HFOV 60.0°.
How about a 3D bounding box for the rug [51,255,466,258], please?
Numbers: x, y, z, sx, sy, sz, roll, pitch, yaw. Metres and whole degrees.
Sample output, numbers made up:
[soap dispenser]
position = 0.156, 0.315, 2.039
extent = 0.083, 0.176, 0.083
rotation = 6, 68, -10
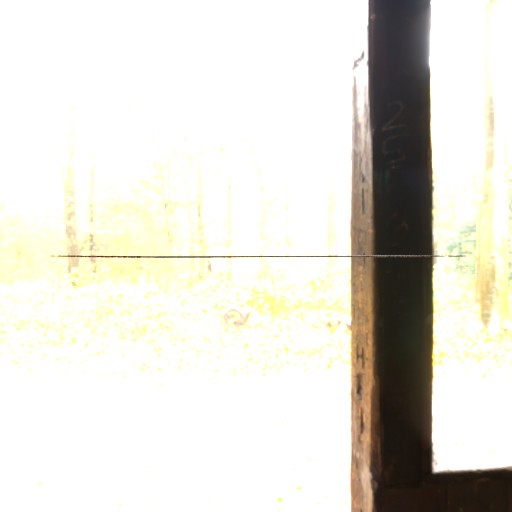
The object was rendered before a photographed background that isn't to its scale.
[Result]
[rug]
position = 0.000, 0.000, 4.346
extent = 3.274, 0.015, 2.439
rotation = 0, 0, -35
